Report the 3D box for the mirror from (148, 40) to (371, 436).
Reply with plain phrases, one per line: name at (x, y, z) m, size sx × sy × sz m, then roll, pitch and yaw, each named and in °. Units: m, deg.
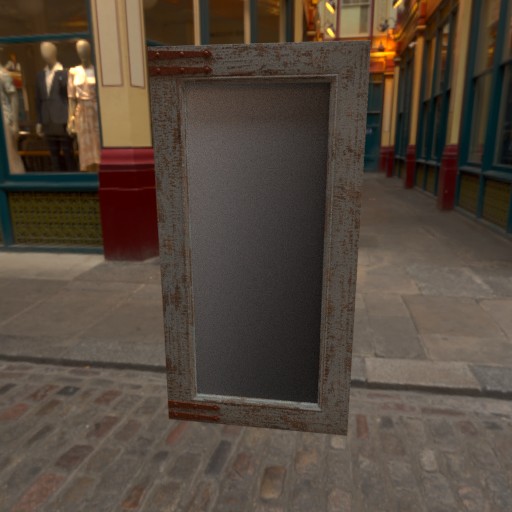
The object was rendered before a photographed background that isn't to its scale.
mirror at (0.000, 0.000, 1.052) m, size 0.472 × 0.922 × 0.027 m, roll 2°, pitch 15°, yaw 8°
